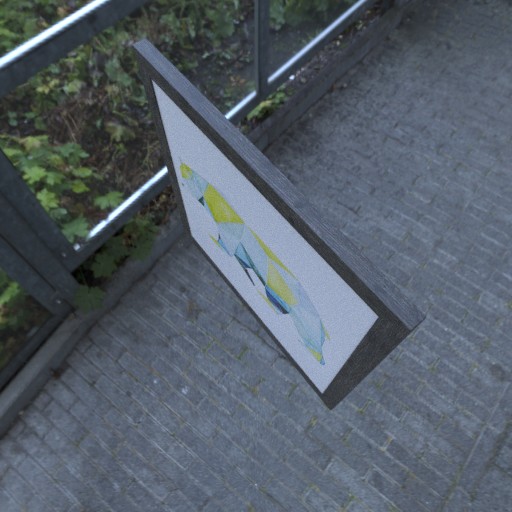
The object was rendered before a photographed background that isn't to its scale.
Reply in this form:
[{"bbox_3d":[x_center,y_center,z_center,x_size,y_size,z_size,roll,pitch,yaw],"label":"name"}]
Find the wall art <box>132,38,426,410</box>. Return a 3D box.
[{"bbox_3d":[0.000,0.000,0.669,0.027,0.459,0.462,-35,68,-16],"label":"wall art"}]
